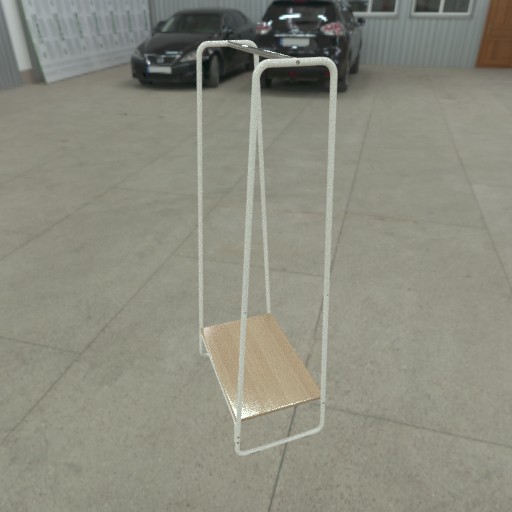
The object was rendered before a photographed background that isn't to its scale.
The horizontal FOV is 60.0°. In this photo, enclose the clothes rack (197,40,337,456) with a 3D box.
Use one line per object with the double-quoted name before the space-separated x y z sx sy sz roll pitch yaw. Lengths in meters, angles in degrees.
"clothes rack" 0.000 0.000 1.758 0.400 1.500 0.640 -10 31 -17
